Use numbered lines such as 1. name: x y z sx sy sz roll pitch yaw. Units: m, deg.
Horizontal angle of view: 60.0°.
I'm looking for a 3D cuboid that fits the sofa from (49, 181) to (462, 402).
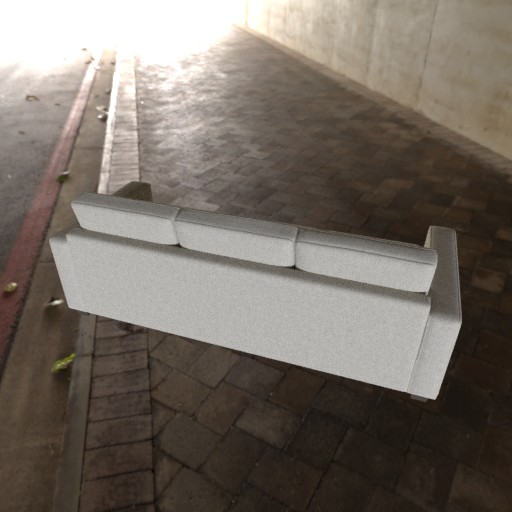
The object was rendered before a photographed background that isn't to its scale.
1. sofa: 0.000 0.000 2.602 2.160 0.800 0.900 11 35 16
